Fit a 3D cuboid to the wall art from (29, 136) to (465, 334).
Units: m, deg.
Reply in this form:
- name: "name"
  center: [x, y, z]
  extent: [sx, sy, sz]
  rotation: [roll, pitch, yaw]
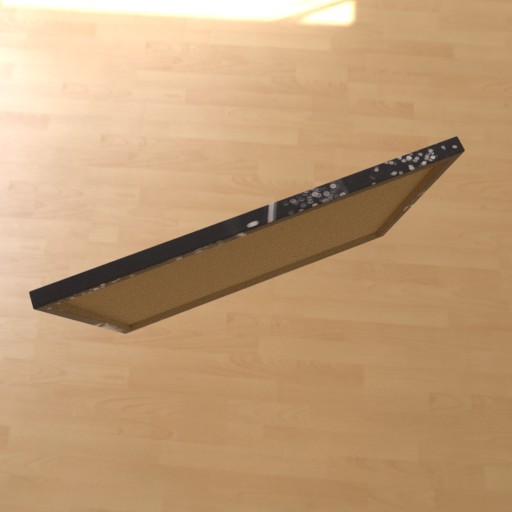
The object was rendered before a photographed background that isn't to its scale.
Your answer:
- name: "wall art"
  center: [0.000, 0.000, 1.174]
  extent: [0.914, 0.609, 0.038]
  rotation: [-20, 77, -5]
